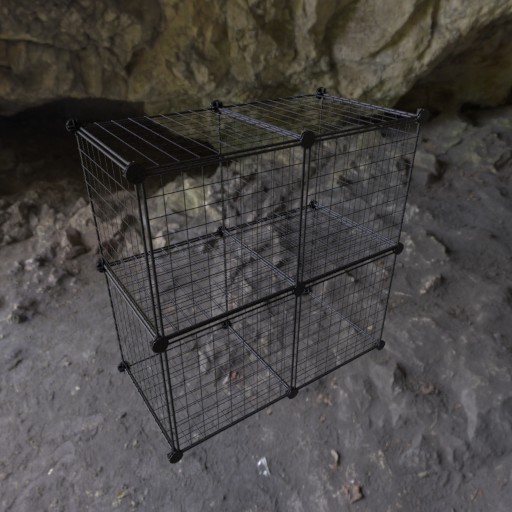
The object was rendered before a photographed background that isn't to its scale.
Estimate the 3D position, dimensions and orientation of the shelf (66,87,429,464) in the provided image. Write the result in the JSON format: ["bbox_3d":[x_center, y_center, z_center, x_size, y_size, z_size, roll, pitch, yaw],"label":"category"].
[{"bbox_3d":[0.000,0.000,1.136,0.711,0.711,0.356,-19,35,-29],"label":"shelf"}]
